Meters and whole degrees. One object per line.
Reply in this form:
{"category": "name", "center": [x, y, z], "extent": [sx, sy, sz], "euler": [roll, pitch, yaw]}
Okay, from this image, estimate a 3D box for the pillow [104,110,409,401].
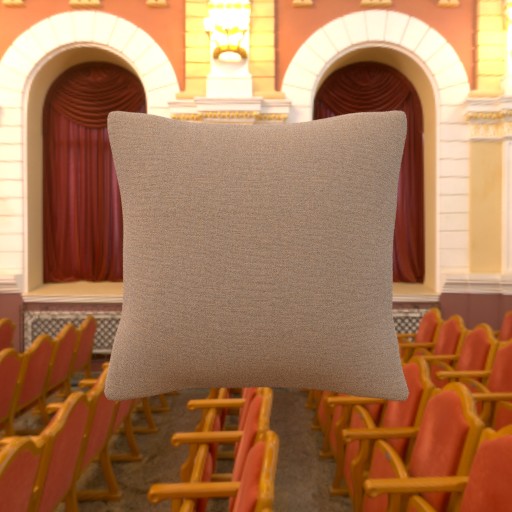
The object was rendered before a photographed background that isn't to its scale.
{"category": "pillow", "center": [0.000, 0.000, 0.638], "extent": [0.437, 0.419, 0.136], "euler": [0, 0, 1]}
